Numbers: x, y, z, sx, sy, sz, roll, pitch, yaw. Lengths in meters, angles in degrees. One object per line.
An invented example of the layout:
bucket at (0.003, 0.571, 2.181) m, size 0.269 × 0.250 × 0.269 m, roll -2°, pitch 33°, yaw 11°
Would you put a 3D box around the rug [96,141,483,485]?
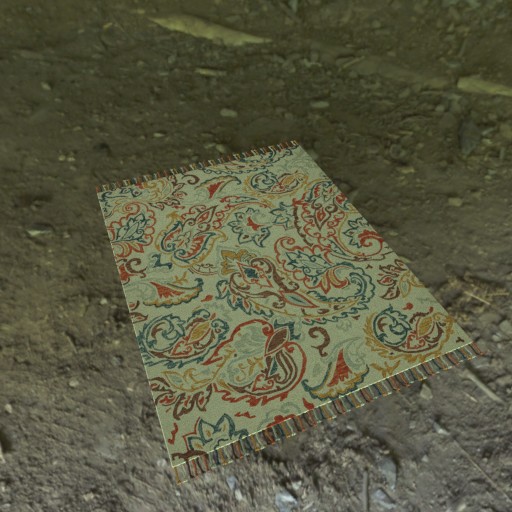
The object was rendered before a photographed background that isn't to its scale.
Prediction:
rug at (0.000, 0.000, 4.140) m, size 2.439 × 0.015 × 3.274 m, roll -17°, pitch 49°, yaw -15°
